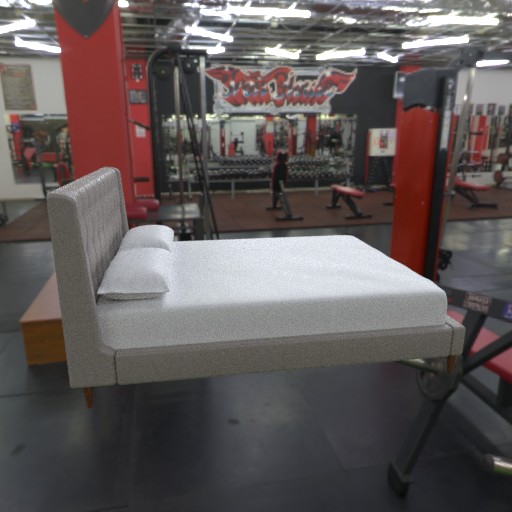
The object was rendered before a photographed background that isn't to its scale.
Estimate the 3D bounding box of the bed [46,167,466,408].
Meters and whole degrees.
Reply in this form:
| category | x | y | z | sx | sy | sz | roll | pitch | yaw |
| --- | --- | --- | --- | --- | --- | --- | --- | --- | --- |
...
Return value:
| category | x | y | z | sx | sy | sz | roll | pitch | yaw |
| --- | --- | --- | --- | --- | --- | --- | --- | --- | --- |
| bed | 0.000 | 0.000 | 3.130 | 2.232 | 1.147 | 1.656 | -3 | 16 | -9 |
